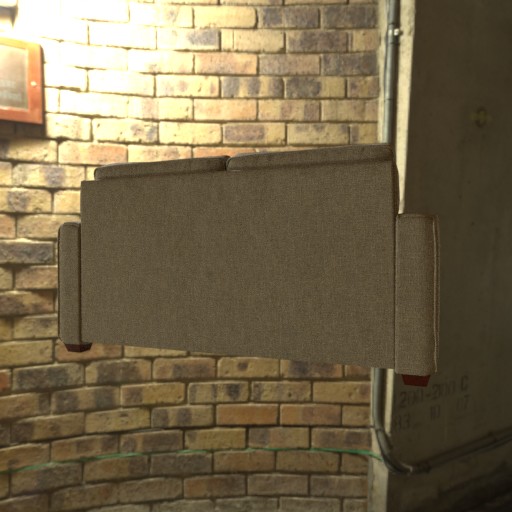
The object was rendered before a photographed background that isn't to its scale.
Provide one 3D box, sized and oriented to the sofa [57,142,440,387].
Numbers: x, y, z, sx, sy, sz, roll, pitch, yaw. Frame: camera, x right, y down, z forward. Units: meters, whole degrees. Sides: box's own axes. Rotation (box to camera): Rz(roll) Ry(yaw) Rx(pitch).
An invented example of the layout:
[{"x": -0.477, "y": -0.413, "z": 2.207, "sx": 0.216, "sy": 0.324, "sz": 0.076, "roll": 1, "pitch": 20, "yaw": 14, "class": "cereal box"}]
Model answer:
[{"x": 0.000, "y": 0.000, "z": 2.249, "sx": 1.706, "sy": 0.915, "sz": 0.945, "roll": 0, "pitch": 1, "yaw": 20, "class": "sofa"}]
